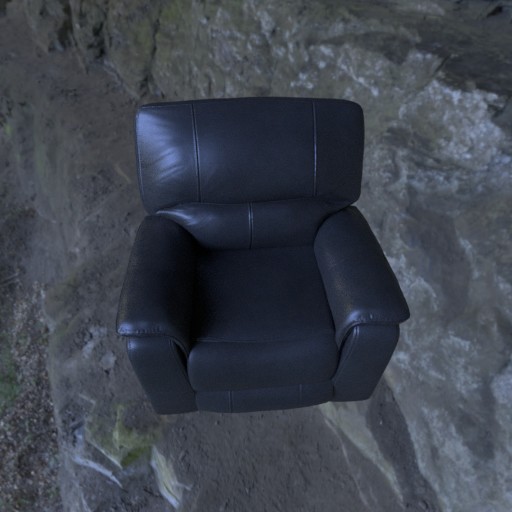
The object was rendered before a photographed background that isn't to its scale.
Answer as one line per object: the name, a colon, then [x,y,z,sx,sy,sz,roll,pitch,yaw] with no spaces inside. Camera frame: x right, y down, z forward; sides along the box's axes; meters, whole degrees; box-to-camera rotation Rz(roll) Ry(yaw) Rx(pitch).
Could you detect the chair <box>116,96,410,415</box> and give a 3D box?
chair: [0.000,0.000,1.996,1.096,1.109,1.087,-3,45,-3]
